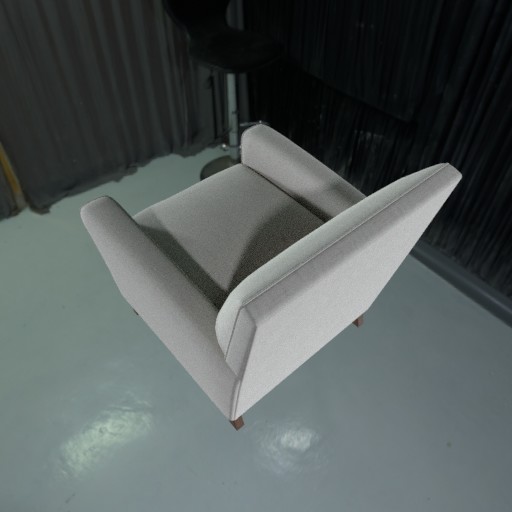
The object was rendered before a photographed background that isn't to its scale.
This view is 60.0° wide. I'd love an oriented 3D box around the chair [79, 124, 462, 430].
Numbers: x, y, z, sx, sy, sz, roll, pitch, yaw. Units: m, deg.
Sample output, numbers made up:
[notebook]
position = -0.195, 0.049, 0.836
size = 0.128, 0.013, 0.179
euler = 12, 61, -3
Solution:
[chair]
position = 0.000, 0.000, 1.572
size = 0.840, 0.846, 0.871
euler = -32, 54, -27
